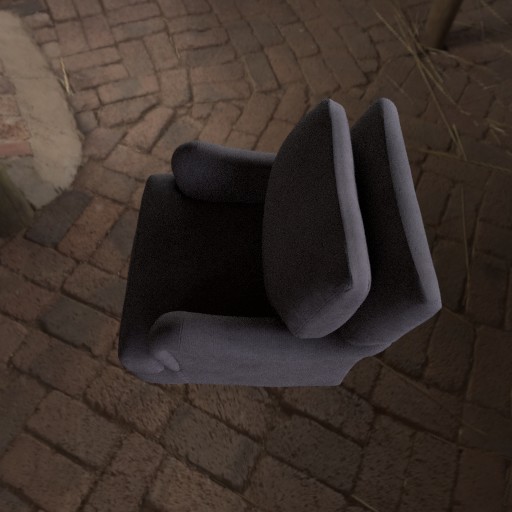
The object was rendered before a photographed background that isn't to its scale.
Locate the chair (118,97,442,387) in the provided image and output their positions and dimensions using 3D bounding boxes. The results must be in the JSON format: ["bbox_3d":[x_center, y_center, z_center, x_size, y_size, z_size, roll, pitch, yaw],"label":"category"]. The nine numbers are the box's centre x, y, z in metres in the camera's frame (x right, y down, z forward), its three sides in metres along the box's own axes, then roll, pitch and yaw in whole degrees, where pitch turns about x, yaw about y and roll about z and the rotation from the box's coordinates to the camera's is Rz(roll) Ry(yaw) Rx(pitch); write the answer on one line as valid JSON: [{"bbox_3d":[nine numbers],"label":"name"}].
[{"bbox_3d":[0.000,0.000,1.849,1.070,0.997,0.955,0,59,0],"label":"chair"}]
